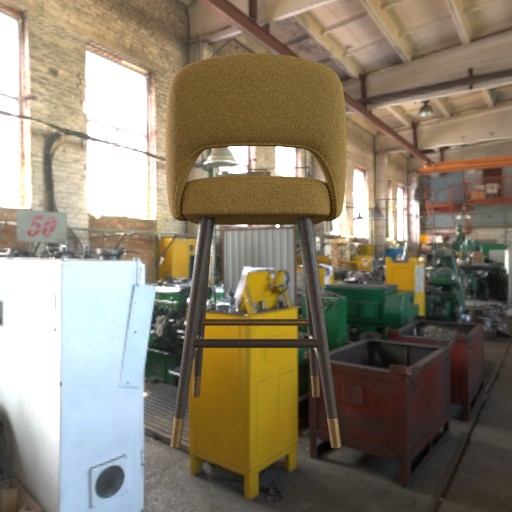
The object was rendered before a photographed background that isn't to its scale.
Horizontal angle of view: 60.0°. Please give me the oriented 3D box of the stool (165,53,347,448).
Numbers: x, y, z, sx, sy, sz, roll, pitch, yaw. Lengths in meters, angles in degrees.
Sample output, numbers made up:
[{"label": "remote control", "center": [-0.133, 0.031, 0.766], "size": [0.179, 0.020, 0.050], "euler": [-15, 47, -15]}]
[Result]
[{"label": "stool", "center": [0.000, 0.000, 1.370], "size": [0.536, 1.032, 0.522], "euler": [0, 0, 0]}]
